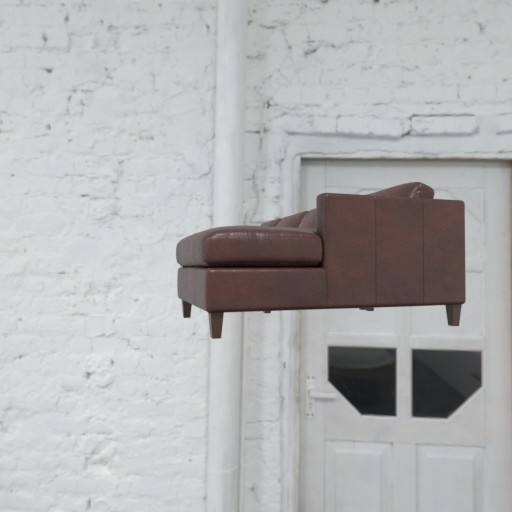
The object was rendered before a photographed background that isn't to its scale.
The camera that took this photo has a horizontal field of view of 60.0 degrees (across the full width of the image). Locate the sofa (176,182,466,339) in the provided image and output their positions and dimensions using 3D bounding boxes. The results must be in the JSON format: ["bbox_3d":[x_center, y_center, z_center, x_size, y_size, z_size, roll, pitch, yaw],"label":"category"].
[{"bbox_3d":[0.000,0.000,3.890,1.581,0.883,3.203,0,-1,-18],"label":"sofa"}]
